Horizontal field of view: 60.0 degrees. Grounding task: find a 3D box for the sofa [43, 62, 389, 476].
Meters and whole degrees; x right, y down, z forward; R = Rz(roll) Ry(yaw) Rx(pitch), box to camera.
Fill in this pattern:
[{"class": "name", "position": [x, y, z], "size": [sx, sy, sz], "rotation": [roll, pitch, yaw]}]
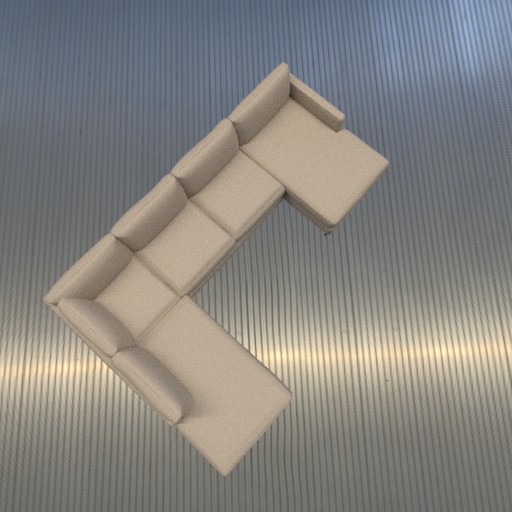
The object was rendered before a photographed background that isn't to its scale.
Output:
[{"class": "sofa", "position": [0.000, 0.000, 3.543], "size": [1.879, 0.756, 2.737], "rotation": [41, 80, 9]}]
